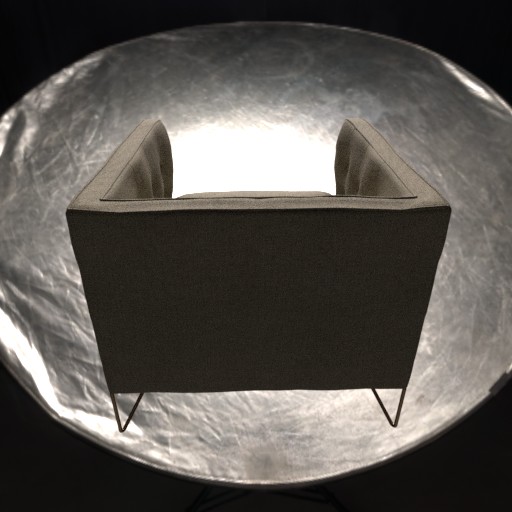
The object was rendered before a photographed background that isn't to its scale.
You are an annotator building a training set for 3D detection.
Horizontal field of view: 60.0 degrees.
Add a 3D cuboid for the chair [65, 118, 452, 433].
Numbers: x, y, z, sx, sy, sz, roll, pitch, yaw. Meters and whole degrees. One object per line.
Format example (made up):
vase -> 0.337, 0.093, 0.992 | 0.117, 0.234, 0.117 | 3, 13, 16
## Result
chair -> 0.000, 0.000, 1.590 | 0.920, 0.799, 0.912 | -1, 31, -1
